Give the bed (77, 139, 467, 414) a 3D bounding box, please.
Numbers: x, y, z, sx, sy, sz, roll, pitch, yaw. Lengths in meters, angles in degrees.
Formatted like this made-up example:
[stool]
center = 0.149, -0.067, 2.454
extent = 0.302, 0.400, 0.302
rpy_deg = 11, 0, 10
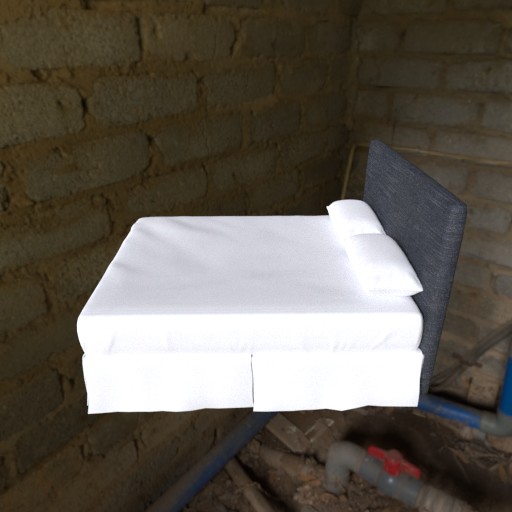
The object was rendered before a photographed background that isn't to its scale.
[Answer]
[bed]
center = 0.000, 0.000, 3.184
extent = 2.142, 1.330, 1.723
rpy_deg = 0, 26, -1
